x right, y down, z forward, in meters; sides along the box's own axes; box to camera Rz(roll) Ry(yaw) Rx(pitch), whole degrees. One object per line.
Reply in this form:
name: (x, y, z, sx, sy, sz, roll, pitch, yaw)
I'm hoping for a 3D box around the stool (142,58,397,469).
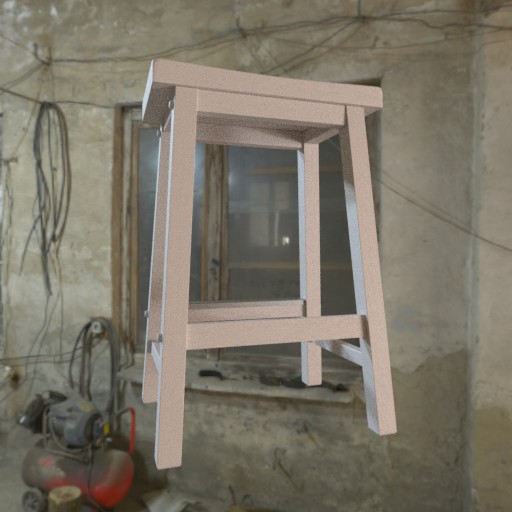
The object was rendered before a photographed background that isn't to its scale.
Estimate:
stool: (0.000, 0.000, 0.848, 0.406, 0.610, 0.322, 0, 1, -18)
